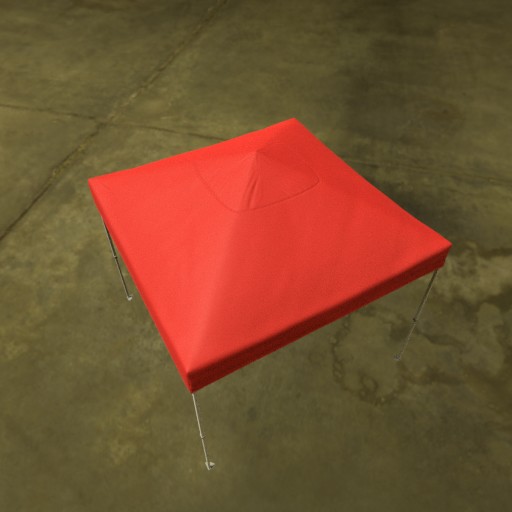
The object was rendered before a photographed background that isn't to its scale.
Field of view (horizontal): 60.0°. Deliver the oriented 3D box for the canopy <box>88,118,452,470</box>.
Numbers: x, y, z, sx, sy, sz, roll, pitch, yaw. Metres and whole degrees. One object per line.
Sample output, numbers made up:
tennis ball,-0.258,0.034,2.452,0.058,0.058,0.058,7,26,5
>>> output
canopy,0.000,0.000,5.482,2.996,2.997,2.998,-22,50,-20
